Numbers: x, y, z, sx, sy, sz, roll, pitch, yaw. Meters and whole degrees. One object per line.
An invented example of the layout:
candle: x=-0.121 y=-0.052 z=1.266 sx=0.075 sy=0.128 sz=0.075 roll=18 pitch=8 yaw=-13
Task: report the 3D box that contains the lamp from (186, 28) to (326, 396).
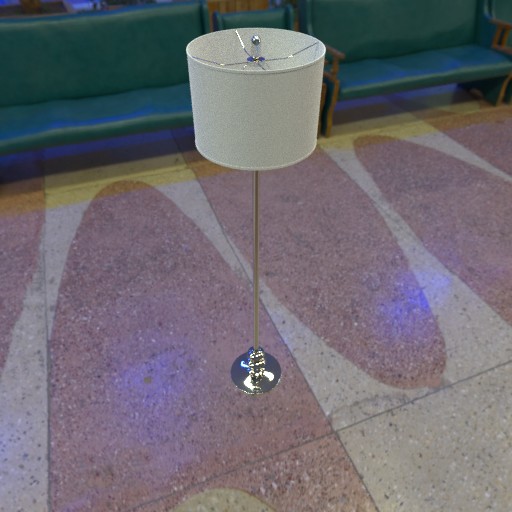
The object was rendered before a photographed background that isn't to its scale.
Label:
lamp: x=0.000 y=0.000 z=1.615 sx=0.356 sy=1.487 sz=0.356 roll=-13 pitch=43 yaw=-14
